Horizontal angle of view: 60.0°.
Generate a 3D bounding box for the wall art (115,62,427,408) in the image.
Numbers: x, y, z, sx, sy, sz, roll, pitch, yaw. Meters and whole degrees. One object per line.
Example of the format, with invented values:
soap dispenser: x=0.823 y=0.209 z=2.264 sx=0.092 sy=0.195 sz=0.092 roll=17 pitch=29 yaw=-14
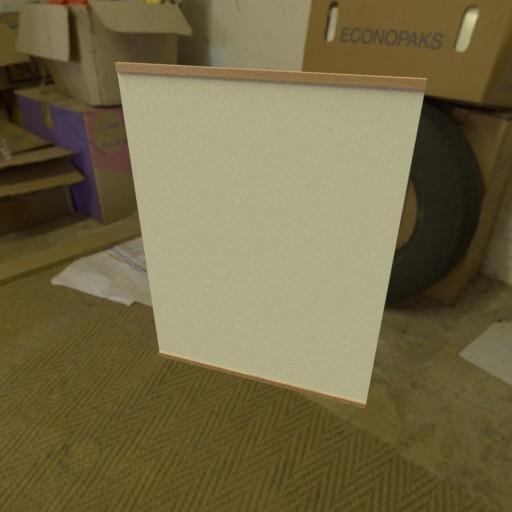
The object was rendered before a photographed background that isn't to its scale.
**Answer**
wall art: x=0.000 y=0.000 z=1.298 sx=0.758 sy=1.016 sz=0.013 roll=10 pitch=33 yaw=16
